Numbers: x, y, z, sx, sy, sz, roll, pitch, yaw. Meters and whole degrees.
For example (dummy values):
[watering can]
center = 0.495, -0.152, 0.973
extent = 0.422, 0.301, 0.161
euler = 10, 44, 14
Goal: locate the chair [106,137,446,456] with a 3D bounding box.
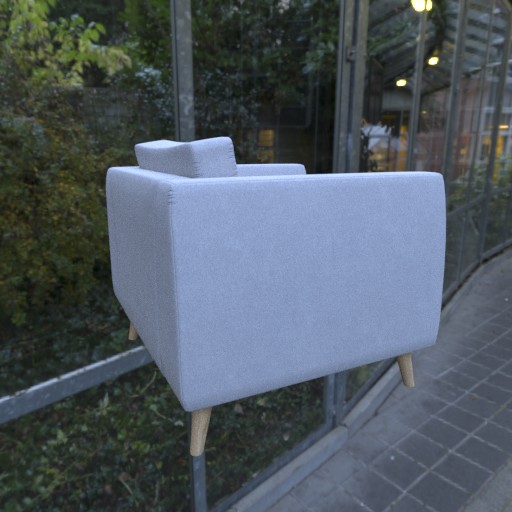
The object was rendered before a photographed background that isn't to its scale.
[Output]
[chair]
center = 0.000, 0.000, 1.689
extent = 0.930, 0.860, 1.000
euler = -7, 15, -26
